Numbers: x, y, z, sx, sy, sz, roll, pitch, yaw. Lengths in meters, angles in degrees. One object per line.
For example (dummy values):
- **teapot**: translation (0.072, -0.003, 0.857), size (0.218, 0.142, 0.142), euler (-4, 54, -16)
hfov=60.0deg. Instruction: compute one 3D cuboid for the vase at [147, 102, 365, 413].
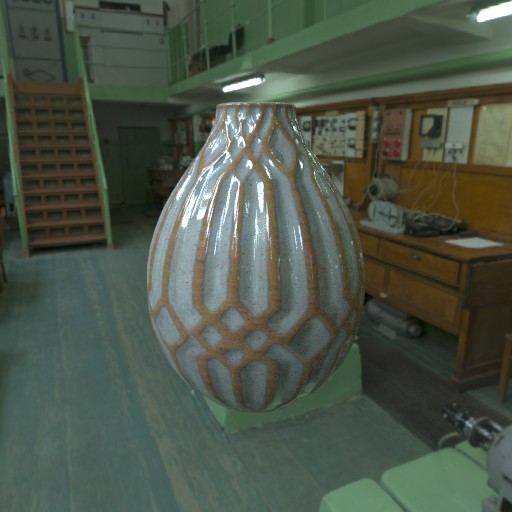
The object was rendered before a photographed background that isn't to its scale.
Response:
- **vase**: translation (0.000, 0.000, 0.270), size (0.131, 0.175, 0.131), euler (0, 15, 0)
